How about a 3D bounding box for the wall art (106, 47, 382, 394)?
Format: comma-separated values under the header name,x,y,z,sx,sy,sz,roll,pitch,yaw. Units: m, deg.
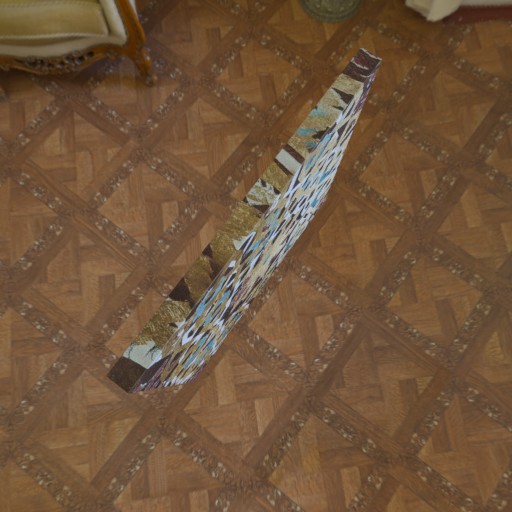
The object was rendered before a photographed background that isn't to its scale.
name,x,y,z,sx,sy,sz,roll,pitch,yaw
wall art,0.000,0.000,0.923,0.041,0.613,0.609,35,78,8
